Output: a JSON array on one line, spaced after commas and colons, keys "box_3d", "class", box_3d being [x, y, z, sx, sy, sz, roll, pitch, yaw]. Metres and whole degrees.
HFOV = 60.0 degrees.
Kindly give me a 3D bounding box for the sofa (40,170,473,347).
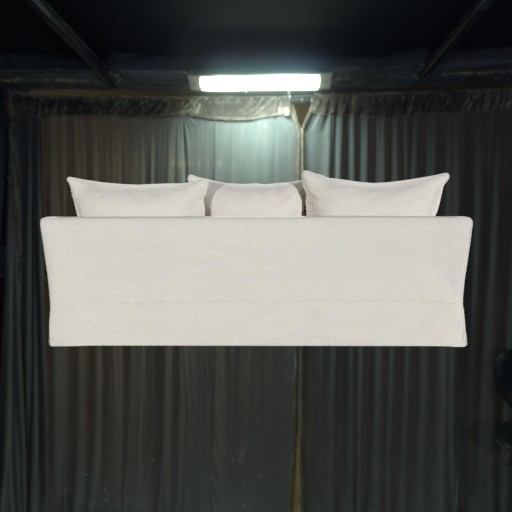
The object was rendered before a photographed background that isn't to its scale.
[{"box_3d": [0.000, 0.000, 3.025, 2.499, 1.047, 1.046, 0, 0, 0], "class": "sofa"}]
